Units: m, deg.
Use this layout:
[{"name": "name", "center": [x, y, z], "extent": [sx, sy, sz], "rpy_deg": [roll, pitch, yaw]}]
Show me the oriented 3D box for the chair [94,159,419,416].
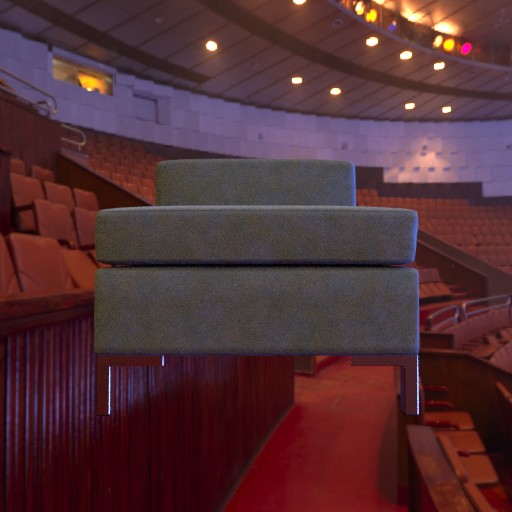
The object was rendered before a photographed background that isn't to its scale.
[{"name": "chair", "center": [0.000, 0.000, 1.216], "extent": [0.684, 0.660, 0.685], "rpy_deg": [0, -1, 0]}]
